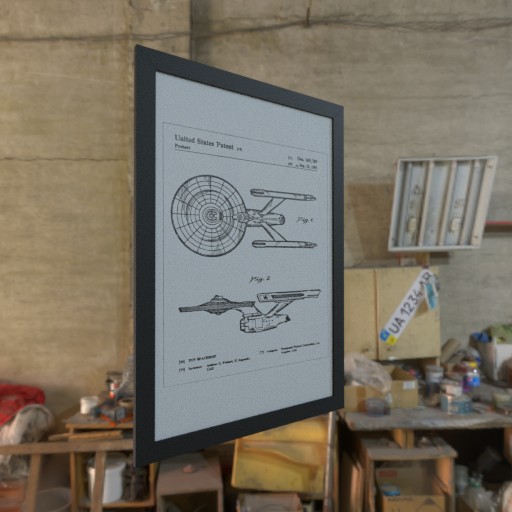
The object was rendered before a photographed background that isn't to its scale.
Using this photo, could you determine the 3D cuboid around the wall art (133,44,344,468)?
[{"bbox_3d":[0.000,0.000,0.670,0.379,0.530,0.008,0,-1,-36],"label":"wall art"}]
